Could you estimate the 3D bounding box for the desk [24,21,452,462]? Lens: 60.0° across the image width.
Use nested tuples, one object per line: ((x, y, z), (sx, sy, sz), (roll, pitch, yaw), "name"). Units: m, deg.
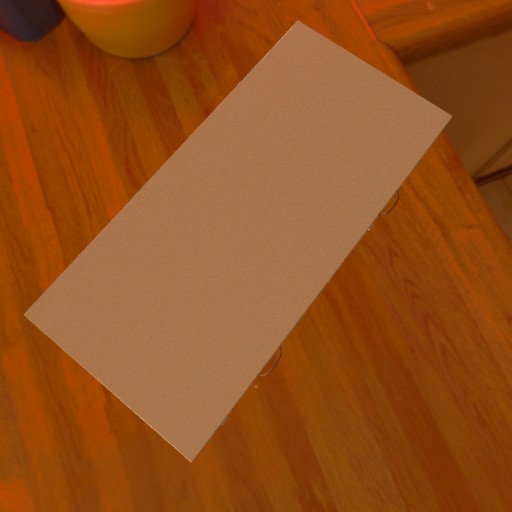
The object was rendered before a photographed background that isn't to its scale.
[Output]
((0.000, 0.000, 1.461), (0.525, 0.780, 1.057), (37, 77, 10), "desk")
